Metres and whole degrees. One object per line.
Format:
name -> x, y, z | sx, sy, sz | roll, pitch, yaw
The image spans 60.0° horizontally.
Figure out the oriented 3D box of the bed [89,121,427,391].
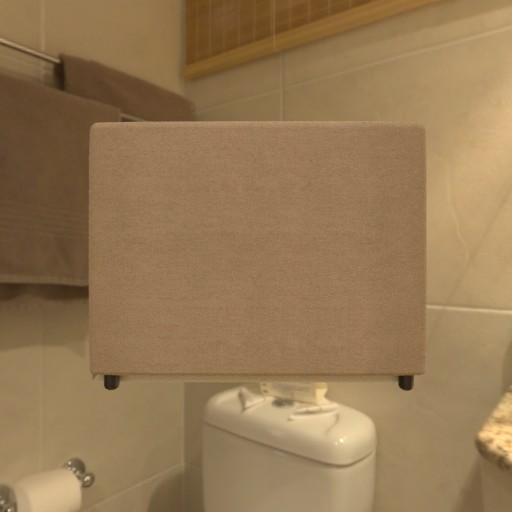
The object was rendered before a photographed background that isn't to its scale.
bed -> 0.000, 0.000, 3.215 | 1.713, 1.330, 2.162 | 0, 0, 0
